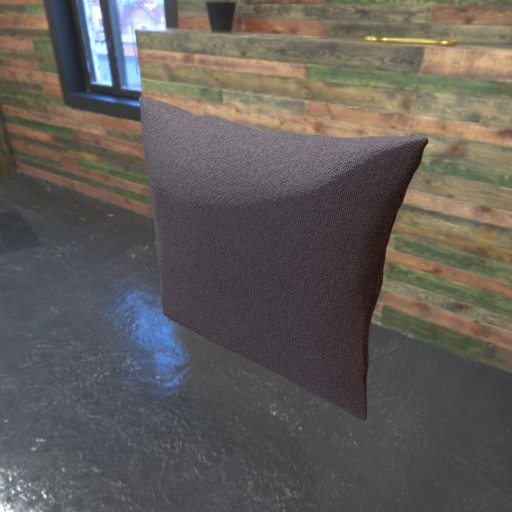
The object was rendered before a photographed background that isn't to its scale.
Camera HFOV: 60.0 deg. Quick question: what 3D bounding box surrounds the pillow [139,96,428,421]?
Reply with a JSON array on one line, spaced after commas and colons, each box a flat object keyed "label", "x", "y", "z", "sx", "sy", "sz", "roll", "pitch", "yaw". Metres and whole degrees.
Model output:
[{"label": "pillow", "x": 0.000, "y": 0.000, "z": 0.689, "sx": 0.452, "sy": 0.439, "sz": 0.204, "roll": 20, "pitch": 35, "yaw": 31}]
